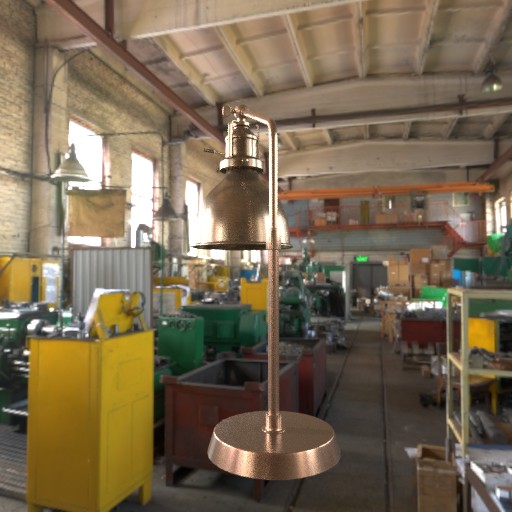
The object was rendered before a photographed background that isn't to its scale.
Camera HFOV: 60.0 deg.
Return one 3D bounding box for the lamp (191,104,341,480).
[{"bbox_3d":[0.000,0.000,0.587,0.153,0.456,0.286,1,-2,-18],"label":"lamp"}]
